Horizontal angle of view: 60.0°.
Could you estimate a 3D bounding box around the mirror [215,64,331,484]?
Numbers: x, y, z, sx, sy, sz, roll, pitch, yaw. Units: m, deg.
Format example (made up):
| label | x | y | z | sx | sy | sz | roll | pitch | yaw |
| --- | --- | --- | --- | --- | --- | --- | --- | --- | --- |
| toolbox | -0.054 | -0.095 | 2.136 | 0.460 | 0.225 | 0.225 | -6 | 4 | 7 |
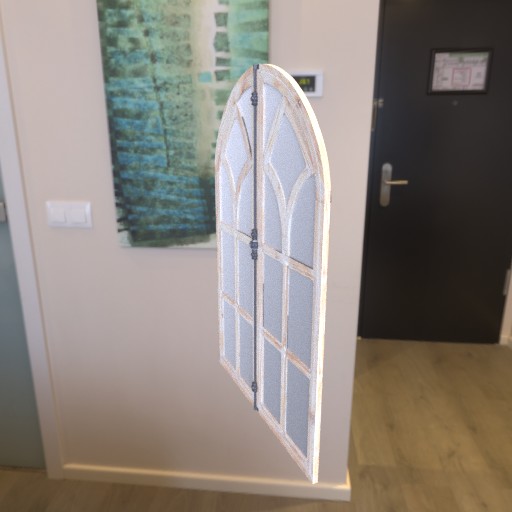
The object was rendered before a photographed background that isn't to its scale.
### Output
| label | x | y | z | sx | sy | sz | roll | pitch | yaw |
| --- | --- | --- | --- | --- | --- | --- | --- | --- | --- |
| mirror | 0.000 | 0.000 | 1.144 | 0.032 | 0.915 | 0.609 | -7 | 17 | -24 |
